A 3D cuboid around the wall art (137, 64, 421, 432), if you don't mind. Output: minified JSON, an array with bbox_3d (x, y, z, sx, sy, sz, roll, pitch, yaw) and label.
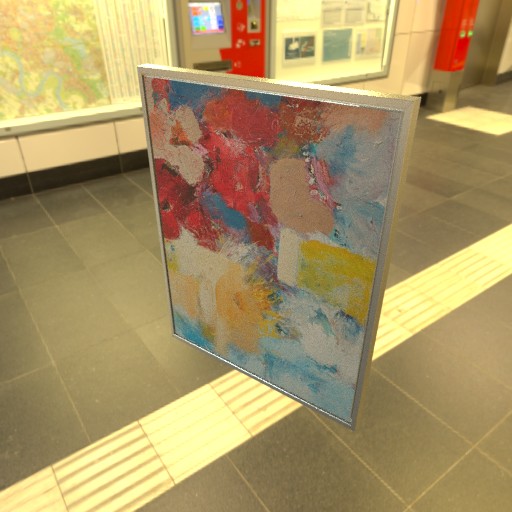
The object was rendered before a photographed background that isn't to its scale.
[{"bbox_3d":[0.000,0.000,0.757,0.444,0.569,0.025,20,37,29],"label":"wall art"}]
